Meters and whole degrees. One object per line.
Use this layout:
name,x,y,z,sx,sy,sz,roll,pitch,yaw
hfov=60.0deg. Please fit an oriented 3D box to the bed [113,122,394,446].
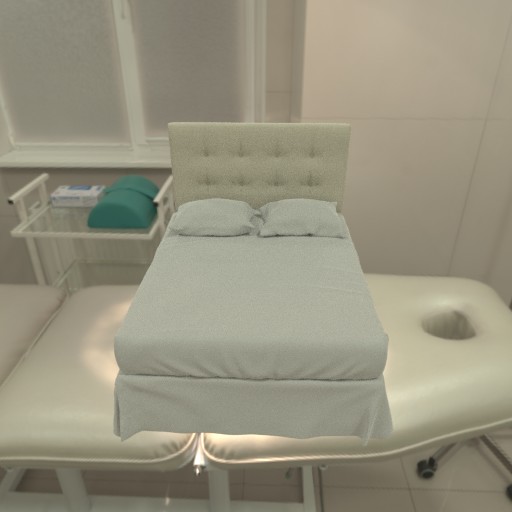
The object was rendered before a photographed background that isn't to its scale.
bed,0.000,0.000,3.437,1.936,1.577,2.222,1,29,1
